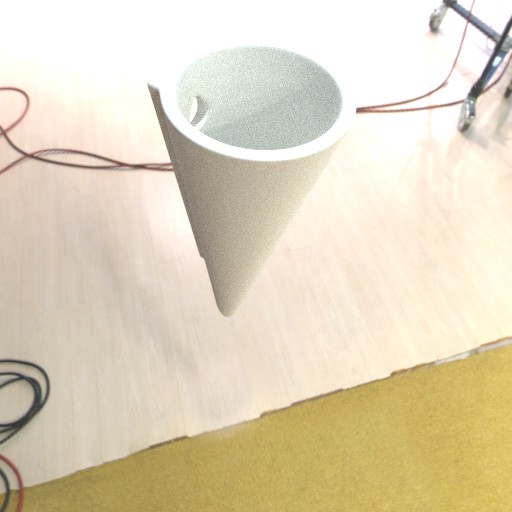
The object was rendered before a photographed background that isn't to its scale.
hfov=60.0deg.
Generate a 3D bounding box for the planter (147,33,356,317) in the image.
[{"bbox_3d":[0.000,0.000,0.220,0.064,0.193,0.057,31,63,18],"label":"planter"}]
